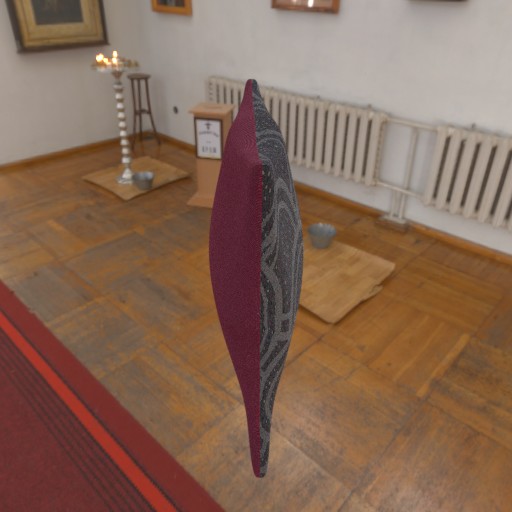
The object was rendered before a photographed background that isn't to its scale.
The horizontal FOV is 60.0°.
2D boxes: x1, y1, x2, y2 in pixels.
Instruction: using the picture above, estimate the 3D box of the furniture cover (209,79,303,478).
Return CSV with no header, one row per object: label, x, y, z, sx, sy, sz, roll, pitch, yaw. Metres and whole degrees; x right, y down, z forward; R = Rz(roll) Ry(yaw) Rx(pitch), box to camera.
furniture cover,0.000,0.000,0.786,0.163,0.513,0.514,-1,31,-1
